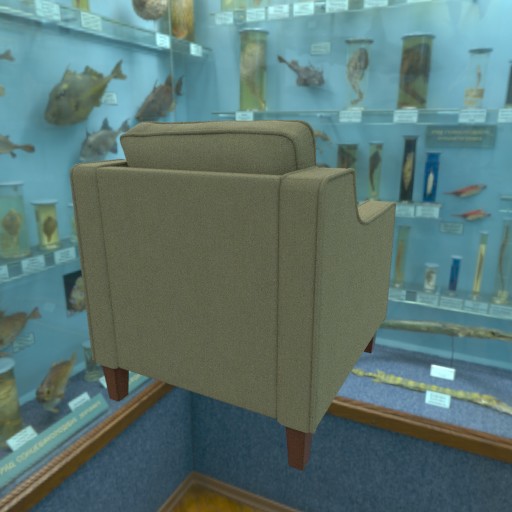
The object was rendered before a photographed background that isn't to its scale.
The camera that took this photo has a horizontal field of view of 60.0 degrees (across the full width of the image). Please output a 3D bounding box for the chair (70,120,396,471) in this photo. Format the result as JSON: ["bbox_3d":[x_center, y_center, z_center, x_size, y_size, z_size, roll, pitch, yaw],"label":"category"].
[{"bbox_3d":[0.000,0.000,1.654,0.831,0.960,0.909,8,18,27],"label":"chair"}]
